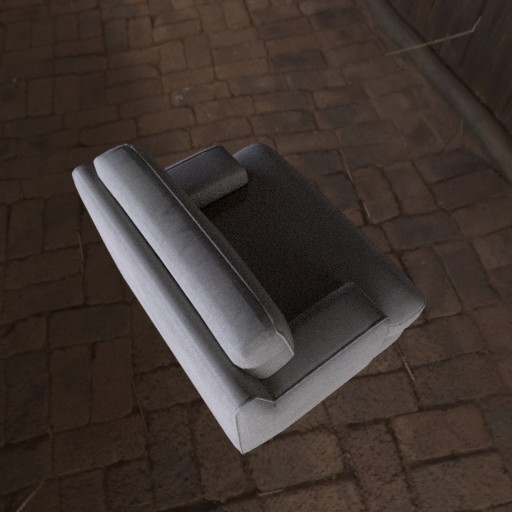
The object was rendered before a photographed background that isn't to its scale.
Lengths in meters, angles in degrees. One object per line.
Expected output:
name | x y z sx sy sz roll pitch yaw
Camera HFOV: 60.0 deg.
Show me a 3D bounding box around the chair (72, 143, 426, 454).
chair | 0.000 0.000 2.016 1.043 0.974 1.270 -32 63 -18
